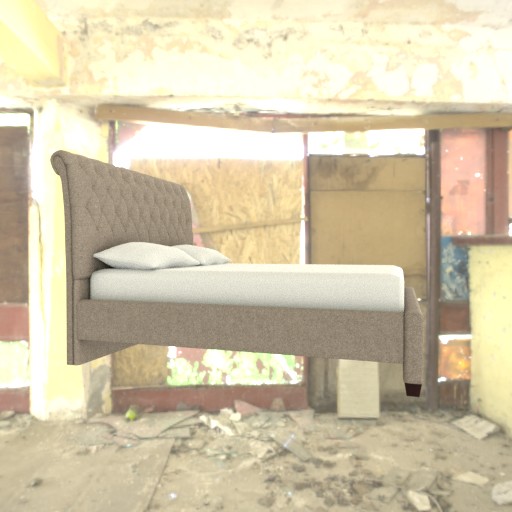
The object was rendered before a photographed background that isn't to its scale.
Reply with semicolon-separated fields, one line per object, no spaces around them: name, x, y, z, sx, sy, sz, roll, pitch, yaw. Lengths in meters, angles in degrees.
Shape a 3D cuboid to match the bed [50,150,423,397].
bed;0.000;0.000;3.281;2.252;1.371;1.645;0;1;18
